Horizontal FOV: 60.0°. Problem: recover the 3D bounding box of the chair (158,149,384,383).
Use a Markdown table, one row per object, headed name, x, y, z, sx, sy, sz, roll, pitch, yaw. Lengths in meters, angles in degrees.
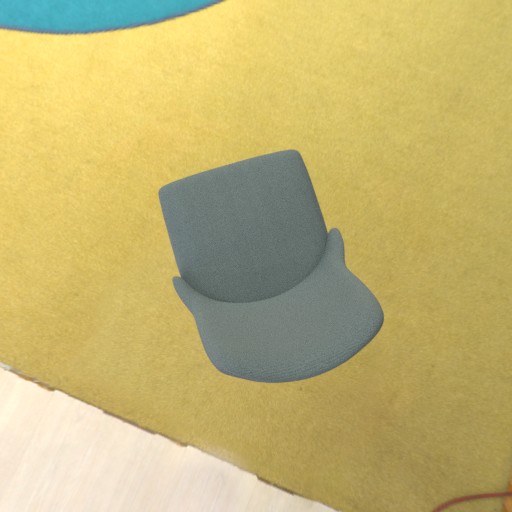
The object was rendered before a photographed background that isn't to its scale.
| name | x | y | z | sx | sy | sz | roll | pitch | yaw |
| --- | --- | --- | --- | --- | --- | --- | --- | --- | --- |
| chair | 0.000 | 0.000 | 1.334 | 0.535 | 0.918 | 0.707 | -16 | 77 | -4 |
